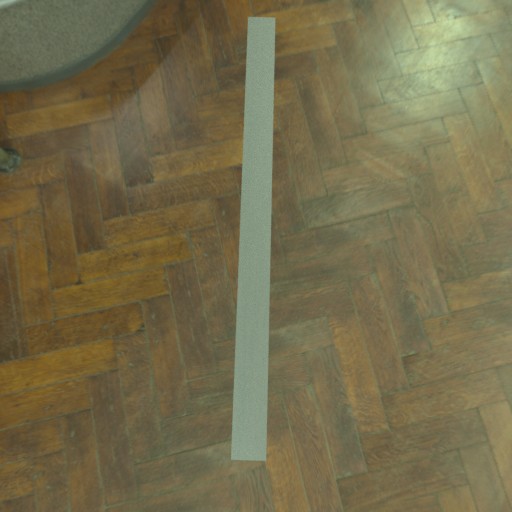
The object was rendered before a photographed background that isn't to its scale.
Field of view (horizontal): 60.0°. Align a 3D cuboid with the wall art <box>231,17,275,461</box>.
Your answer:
[{"bbox_3d":[0.000,0.000,0.754,0.037,0.450,0.557,2,76,0],"label":"wall art"}]
